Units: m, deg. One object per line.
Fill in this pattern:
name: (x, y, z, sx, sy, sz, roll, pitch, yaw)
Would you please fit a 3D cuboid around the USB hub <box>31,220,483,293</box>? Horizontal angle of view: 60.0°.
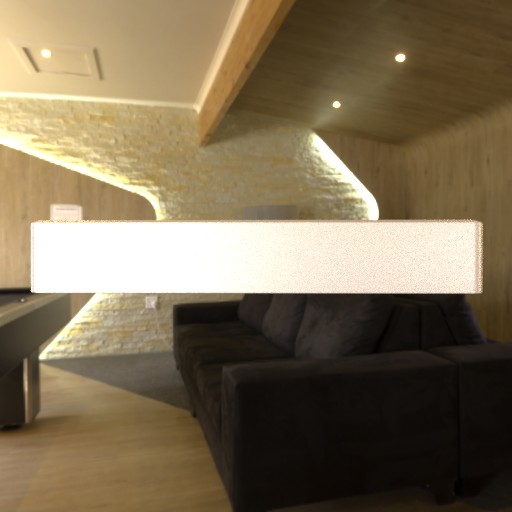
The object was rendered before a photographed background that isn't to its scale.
USB hub: (0.000, 0.000, 0.161, 0.145, 0.023, 0.044, 0, 0, 1)
